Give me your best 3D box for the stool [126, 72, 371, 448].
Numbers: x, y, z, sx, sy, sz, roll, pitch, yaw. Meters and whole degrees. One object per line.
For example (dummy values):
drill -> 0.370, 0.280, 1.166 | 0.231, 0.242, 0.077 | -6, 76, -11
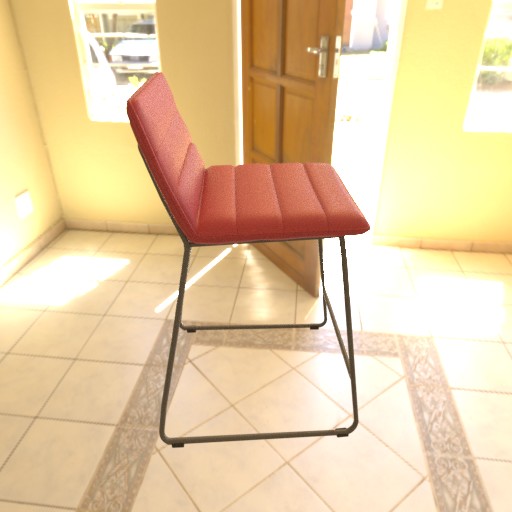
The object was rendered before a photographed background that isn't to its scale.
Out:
stool -> 0.000, 0.000, 1.164 | 0.524, 0.866, 0.489 | -1, 30, -2
